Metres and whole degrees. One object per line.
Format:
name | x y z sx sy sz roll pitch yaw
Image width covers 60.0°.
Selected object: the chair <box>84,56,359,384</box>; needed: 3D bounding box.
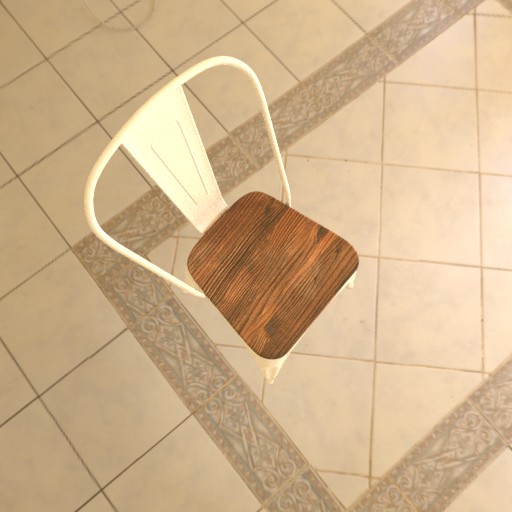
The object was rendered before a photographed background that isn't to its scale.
chair | 0.000 0.000 1.143 0.521 0.851 0.452 40 80 9
